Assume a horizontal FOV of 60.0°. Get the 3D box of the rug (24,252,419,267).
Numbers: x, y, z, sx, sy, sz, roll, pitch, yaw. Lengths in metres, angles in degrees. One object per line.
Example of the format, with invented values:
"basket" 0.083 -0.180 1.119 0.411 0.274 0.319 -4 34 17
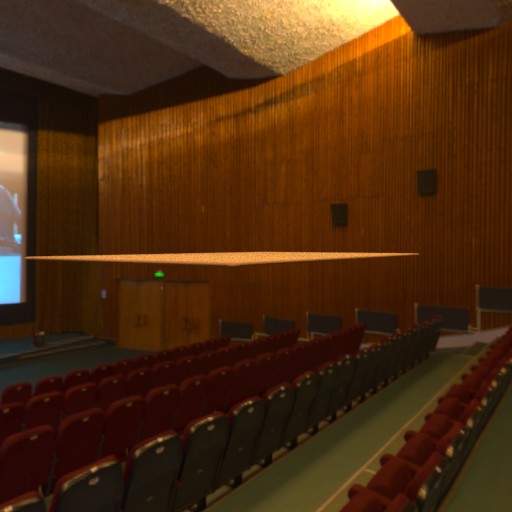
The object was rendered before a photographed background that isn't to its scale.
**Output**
"rug" 0.000 0.000 2.112 1.061 0.012 1.668 1 2 36
